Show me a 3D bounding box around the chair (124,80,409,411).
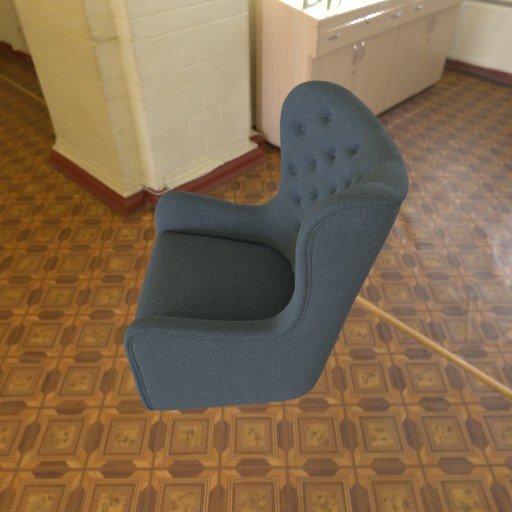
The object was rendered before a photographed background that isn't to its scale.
[{"bbox_3d":[0.000,0.000,1.739,0.930,1.079,0.831,-1,42,-1],"label":"chair"}]
